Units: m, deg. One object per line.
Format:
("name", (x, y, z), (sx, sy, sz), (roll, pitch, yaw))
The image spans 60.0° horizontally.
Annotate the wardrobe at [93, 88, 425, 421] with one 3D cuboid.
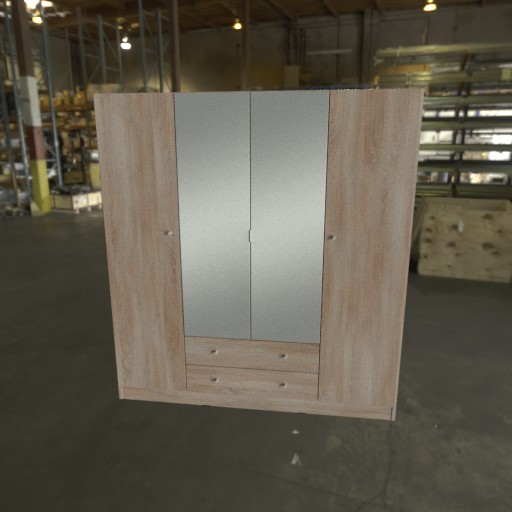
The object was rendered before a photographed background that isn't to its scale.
("wardrobe", (0.000, 0.000, 3.150), (1.998, 2.159, 0.598), (2, 15, 8))
